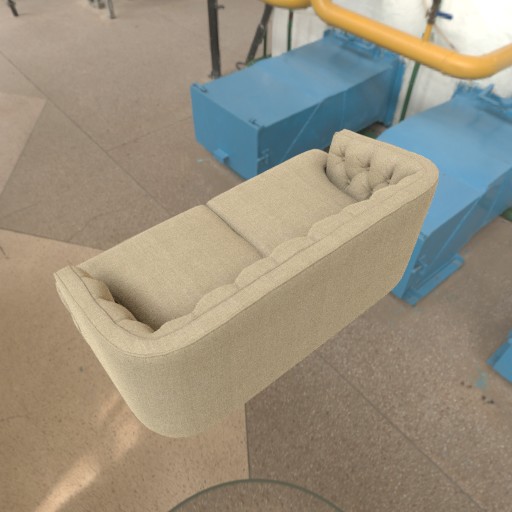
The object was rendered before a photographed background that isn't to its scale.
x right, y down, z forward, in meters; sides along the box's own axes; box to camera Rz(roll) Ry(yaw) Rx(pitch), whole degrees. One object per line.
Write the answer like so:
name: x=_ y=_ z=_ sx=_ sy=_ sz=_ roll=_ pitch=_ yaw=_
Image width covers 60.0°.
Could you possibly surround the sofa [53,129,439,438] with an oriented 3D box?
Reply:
sofa: x=0.000 y=0.000 z=2.221 sx=1.733 sy=0.855 sz=0.941 roll=-31 pitch=55 yaw=-25
